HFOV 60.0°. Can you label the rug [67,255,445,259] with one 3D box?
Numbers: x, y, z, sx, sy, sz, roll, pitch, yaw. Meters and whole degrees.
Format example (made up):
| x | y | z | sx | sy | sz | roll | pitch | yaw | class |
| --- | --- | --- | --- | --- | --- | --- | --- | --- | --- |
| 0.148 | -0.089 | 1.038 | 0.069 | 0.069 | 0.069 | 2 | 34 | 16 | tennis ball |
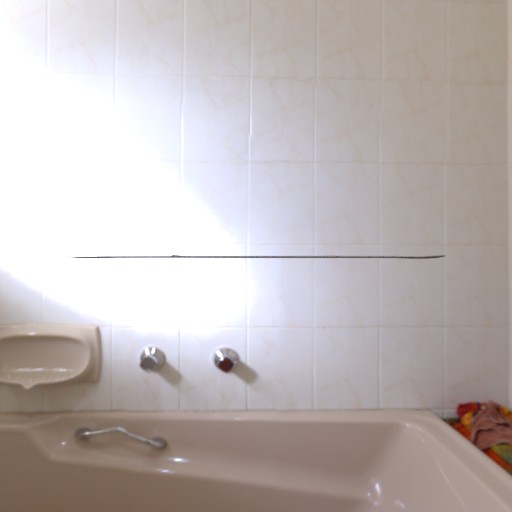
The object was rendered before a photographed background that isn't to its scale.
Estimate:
| x | y | z | sx | sy | sz | roll | pitch | yaw | class |
| --- | --- | --- | --- | --- | --- | --- | --- | --- | --- |
| 0.000 | 0.000 | 2.314 | 1.209 | 0.019 | 1.828 | 0 | 0 | 0 | rug |
